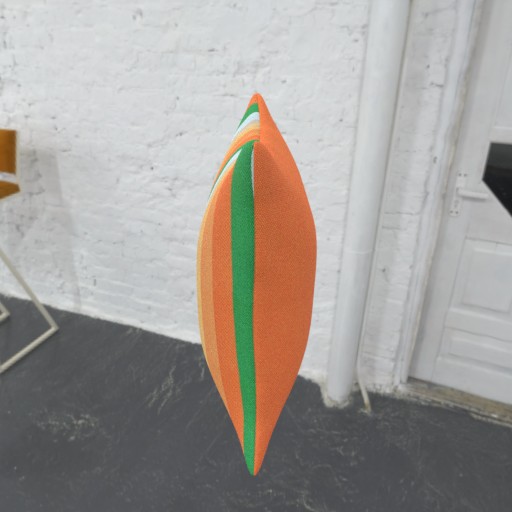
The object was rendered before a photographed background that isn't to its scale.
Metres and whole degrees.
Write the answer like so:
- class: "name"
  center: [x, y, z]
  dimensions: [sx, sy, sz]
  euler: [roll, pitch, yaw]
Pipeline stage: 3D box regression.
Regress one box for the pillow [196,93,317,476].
- class: "pillow"
  center: [0.000, 0.000, 0.698]
  dimensions: [0.169, 0.444, 0.453]
  euler: [0, 26, 0]
